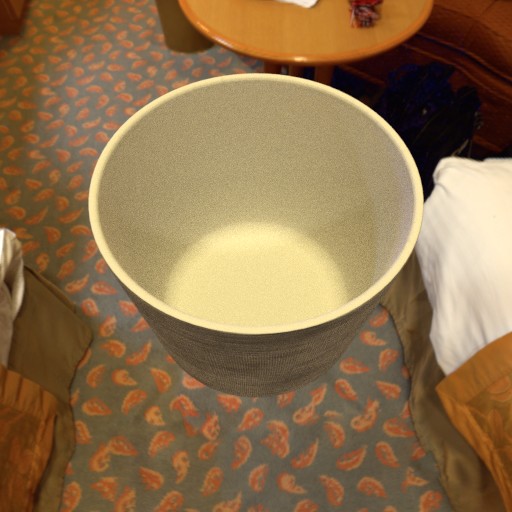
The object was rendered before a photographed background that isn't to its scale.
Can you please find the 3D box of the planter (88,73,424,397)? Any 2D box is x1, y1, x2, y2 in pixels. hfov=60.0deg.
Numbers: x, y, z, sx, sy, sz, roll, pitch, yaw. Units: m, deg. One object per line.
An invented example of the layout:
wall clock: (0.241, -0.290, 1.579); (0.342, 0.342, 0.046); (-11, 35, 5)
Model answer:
planter: (0.000, 0.000, 0.760); (0.440, 0.398, 0.440); (0, 59, 0)
